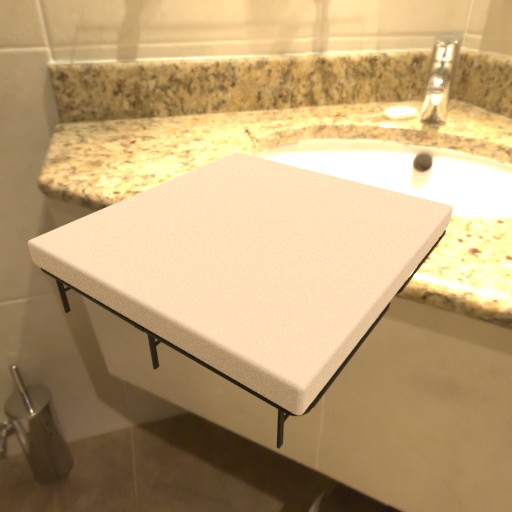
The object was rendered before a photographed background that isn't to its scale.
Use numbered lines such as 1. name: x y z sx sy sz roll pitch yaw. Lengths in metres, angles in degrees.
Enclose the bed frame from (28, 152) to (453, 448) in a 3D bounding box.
1. bed frame: 0.000 0.000 2.995 1.935 0.525 2.033 21 38 30
